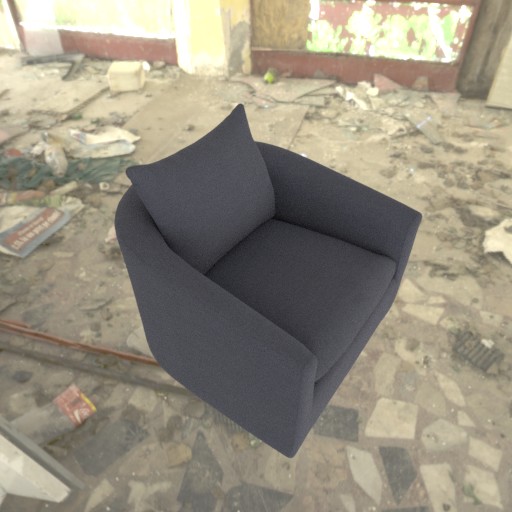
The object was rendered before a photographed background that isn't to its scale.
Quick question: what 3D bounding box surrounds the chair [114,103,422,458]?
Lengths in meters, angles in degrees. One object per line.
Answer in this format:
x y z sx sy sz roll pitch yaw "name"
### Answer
0.000 0.000 1.645 0.910 0.848 0.845 25 48 26 "chair"
